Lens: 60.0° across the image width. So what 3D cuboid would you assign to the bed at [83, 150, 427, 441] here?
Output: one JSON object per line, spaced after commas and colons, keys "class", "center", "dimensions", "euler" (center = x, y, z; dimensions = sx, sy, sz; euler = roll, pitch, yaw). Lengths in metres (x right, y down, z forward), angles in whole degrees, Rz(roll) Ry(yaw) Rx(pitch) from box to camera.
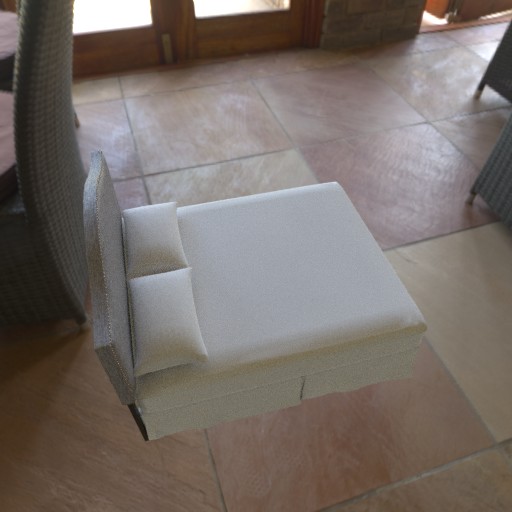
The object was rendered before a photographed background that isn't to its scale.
{"class": "bed", "center": [0.000, 0.000, 2.951], "dimensions": [1.870, 1.295, 1.610], "euler": [-11, 48, -10]}
